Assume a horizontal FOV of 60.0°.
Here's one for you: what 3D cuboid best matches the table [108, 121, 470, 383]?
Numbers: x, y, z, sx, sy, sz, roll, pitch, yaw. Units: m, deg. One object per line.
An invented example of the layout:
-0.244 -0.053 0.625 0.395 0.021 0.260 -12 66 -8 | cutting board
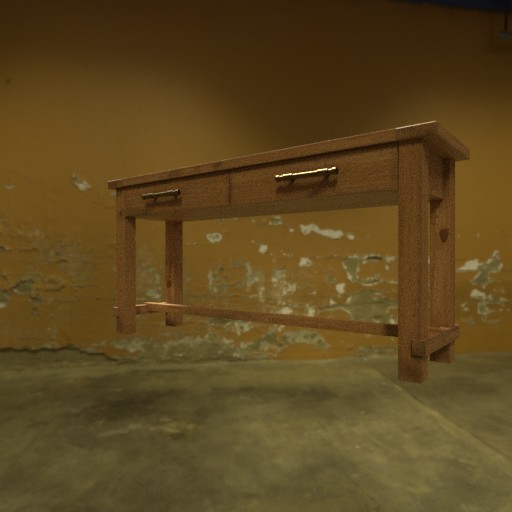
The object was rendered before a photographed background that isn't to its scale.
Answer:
0.000 0.000 1.899 1.599 0.762 0.442 0 -1 38 | table
